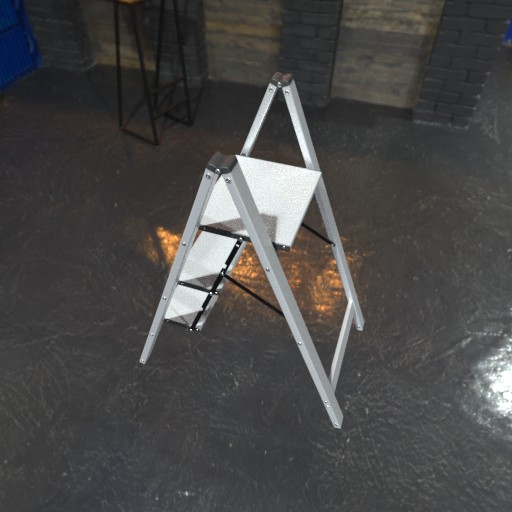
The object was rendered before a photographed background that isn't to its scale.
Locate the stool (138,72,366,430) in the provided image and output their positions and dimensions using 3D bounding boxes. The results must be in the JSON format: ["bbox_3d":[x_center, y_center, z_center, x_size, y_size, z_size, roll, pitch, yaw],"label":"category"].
[{"bbox_3d":[0.000,0.000,1.296,0.730,0.902,0.441,14,47,13],"label":"stool"}]
